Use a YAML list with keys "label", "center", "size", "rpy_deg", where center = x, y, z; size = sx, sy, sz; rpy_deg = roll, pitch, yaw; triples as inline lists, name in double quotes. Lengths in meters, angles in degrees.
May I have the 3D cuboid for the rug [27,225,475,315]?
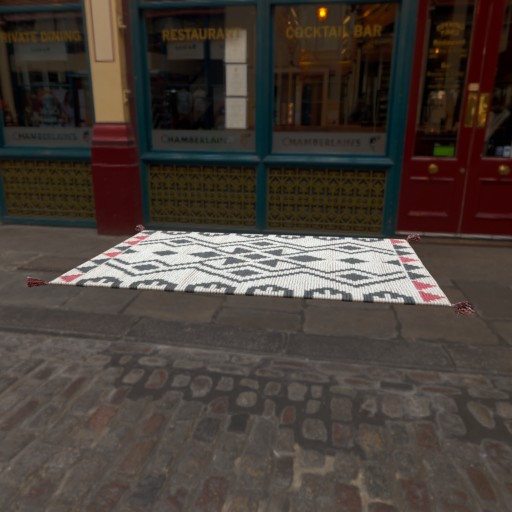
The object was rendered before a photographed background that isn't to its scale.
- label: "rug"
  center: [0.000, 0.000, 3.342]
  size: [2.672, 0.066, 1.741]
  rpy_deg: [2, 16, 9]
